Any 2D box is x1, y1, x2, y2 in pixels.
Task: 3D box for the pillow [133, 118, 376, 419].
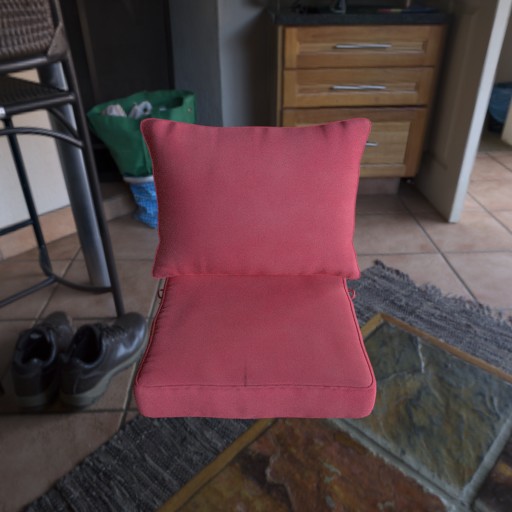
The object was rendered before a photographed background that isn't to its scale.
[{"bbox_3d":[0.000,0.000,1.409,0.798,0.725,0.733,0,31,0],"label":"pillow"}]
